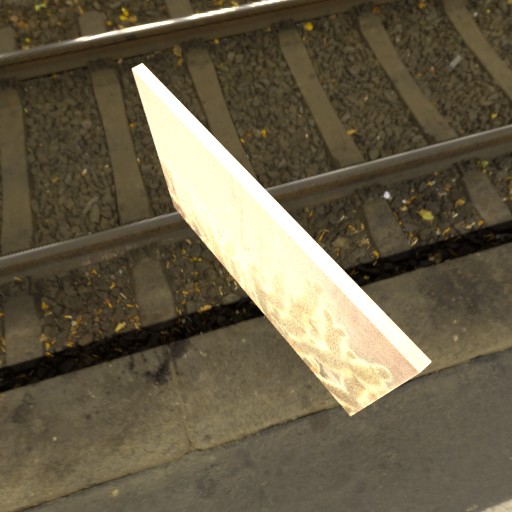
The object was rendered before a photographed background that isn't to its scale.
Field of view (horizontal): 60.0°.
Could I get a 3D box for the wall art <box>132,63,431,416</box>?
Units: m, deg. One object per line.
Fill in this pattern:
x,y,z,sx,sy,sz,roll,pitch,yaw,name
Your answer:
0.000,0.000,1.465,0.041,0.758,1.142,-36,69,-16,wall art
